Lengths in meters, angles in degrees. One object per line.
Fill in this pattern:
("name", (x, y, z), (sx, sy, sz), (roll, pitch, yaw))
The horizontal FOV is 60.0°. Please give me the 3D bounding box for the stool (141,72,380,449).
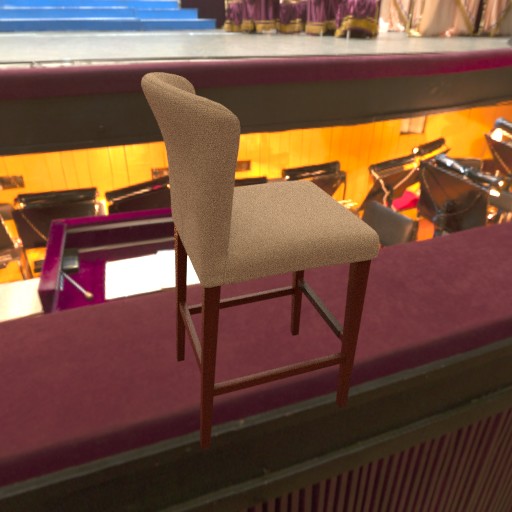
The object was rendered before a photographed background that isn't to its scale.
("stool", (0.000, 0.000, 1.379), (0.568, 1.069, 0.481), (-10, 31, -17))
